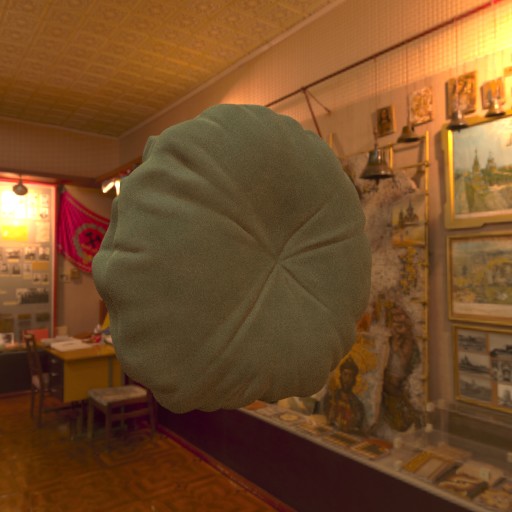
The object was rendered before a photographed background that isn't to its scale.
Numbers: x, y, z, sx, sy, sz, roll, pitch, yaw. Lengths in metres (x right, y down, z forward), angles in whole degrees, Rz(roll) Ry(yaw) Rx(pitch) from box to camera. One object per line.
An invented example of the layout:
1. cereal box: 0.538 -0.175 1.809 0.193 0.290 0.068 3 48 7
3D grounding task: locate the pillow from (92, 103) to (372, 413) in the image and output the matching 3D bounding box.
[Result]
1. pillow: 0.000 0.000 0.618 0.428 0.407 0.148 1 -2 -36
